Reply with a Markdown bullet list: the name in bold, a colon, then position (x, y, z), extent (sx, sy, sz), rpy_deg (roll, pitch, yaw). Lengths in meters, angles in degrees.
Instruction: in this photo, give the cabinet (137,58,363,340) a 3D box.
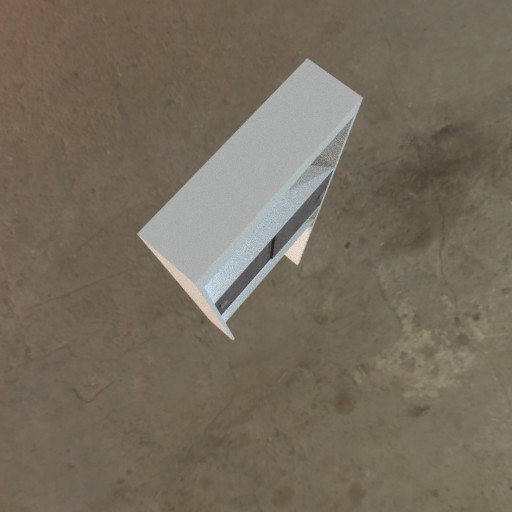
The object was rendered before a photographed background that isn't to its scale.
- **cabinet**: position (0.000, 0.000, 1.951), extent (0.192, 1.770, 0.643), rpy_deg (40, 79, 10)
